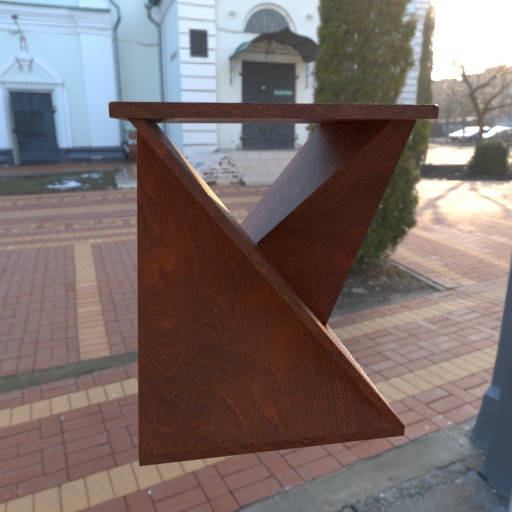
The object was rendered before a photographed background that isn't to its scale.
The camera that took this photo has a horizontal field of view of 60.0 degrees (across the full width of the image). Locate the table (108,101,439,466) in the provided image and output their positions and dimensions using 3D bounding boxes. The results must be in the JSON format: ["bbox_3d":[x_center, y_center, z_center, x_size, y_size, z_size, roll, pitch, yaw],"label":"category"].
[{"bbox_3d":[0.000,0.000,0.833,0.427,0.520,0.427,-3,16,-9],"label":"table"}]
